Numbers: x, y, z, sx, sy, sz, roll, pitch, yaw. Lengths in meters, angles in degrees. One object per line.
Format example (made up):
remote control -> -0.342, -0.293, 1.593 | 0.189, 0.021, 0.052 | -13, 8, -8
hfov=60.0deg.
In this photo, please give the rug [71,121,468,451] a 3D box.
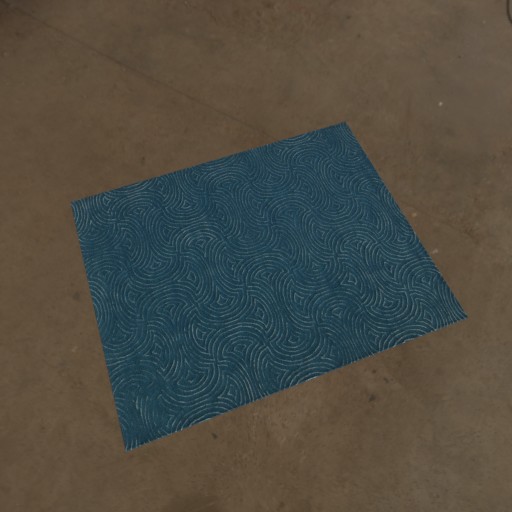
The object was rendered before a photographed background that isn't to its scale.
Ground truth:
rug -> 0.000, 0.000, 4.135 | 3.033, 0.012, 2.432 | -19, 64, -9
